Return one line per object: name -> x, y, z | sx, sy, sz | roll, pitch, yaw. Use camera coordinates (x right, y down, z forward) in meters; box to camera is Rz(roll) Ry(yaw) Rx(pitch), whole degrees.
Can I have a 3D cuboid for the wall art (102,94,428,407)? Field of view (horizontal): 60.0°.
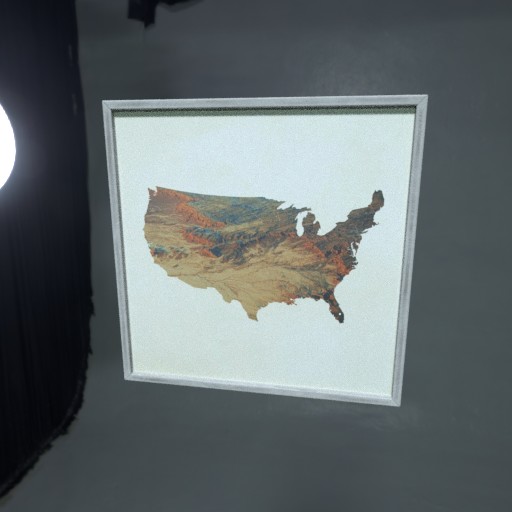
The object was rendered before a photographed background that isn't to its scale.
wall art -> 0.000, 0.000, 0.450 | 0.303, 0.303, 0.015 | 3, 14, 10
